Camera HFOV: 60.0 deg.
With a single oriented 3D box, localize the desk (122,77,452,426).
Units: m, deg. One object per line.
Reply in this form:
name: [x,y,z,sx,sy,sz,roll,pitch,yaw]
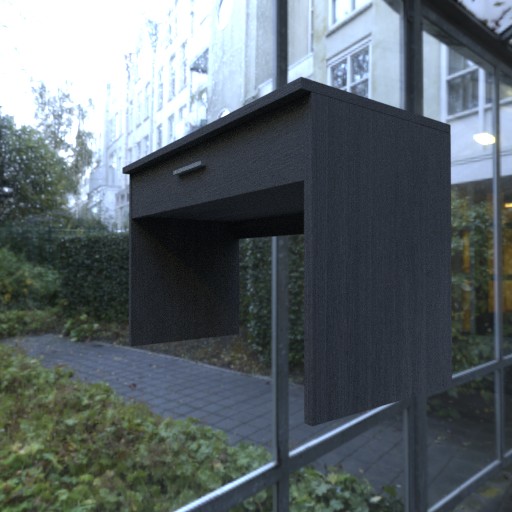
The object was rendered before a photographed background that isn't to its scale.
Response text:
desk: [0.000,0.000,1.524,0.557,0.729,1.099,1,-1,-36]
